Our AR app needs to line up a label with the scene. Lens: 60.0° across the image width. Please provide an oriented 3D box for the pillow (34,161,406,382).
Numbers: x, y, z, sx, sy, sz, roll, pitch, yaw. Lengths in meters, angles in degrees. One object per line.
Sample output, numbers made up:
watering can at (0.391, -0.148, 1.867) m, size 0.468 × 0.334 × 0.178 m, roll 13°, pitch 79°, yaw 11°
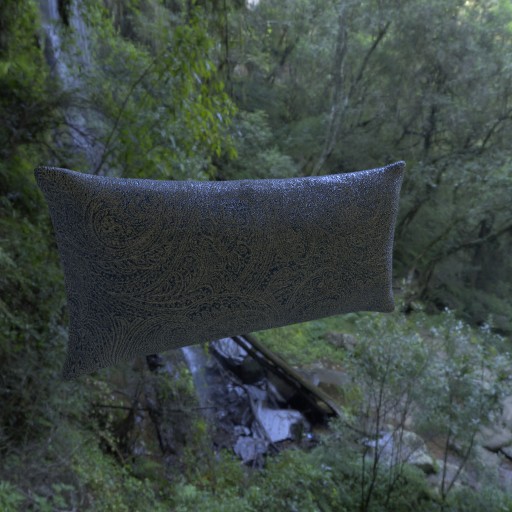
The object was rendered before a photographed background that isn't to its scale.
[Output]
pillow at (0.000, 0.000, 0.716) m, size 0.615 × 0.295 × 0.151 m, roll -7°, pitch 15°, yaw -26°
